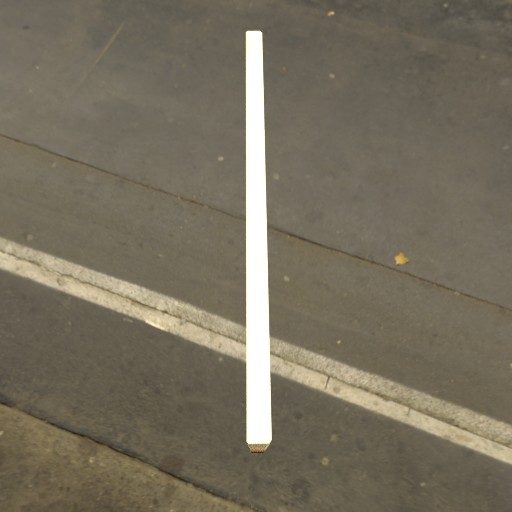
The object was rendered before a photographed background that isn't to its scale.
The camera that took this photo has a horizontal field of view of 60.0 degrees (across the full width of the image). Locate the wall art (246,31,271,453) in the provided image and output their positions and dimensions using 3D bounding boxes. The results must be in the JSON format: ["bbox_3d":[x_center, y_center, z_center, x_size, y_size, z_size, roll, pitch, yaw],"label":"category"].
[{"bbox_3d":[0.000,0.000,1.146,0.038,0.602,0.918,-1,65,0],"label":"wall art"}]
